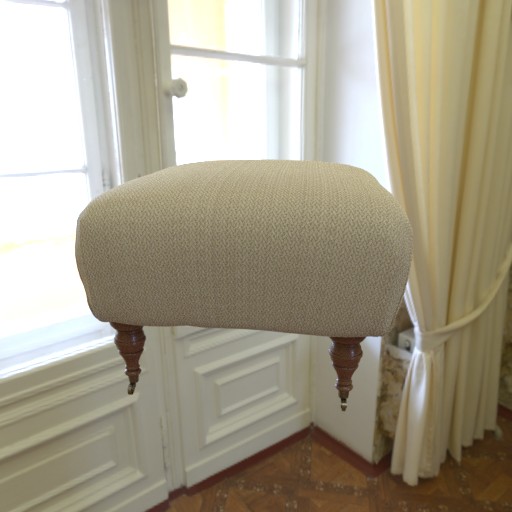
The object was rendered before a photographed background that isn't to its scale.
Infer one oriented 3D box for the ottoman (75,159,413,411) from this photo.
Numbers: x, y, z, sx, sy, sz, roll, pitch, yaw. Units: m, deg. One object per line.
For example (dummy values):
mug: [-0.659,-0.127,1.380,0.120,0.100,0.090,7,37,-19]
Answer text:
ottoman: [0.000,0.000,1.095,0.622,0.447,0.684,2,17,7]
